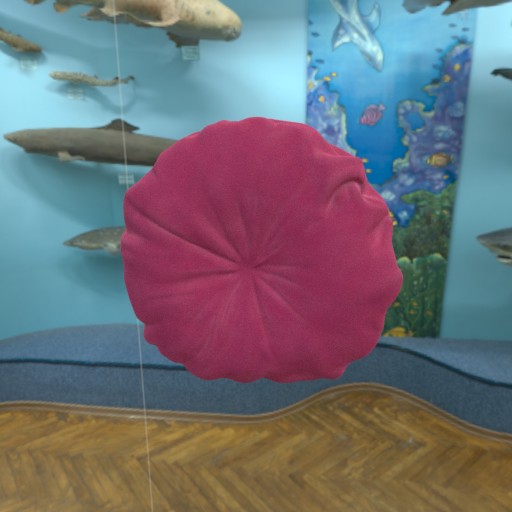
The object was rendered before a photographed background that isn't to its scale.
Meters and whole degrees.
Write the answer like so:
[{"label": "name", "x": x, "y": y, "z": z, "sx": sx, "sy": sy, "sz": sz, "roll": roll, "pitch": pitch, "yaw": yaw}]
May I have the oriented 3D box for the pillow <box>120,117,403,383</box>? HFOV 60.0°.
[{"label": "pillow", "x": 0.000, "y": 0.000, "z": 0.680, "sx": 0.428, "sy": 0.407, "sz": 0.148, "roll": 2, "pitch": 16, "yaw": 9}]
